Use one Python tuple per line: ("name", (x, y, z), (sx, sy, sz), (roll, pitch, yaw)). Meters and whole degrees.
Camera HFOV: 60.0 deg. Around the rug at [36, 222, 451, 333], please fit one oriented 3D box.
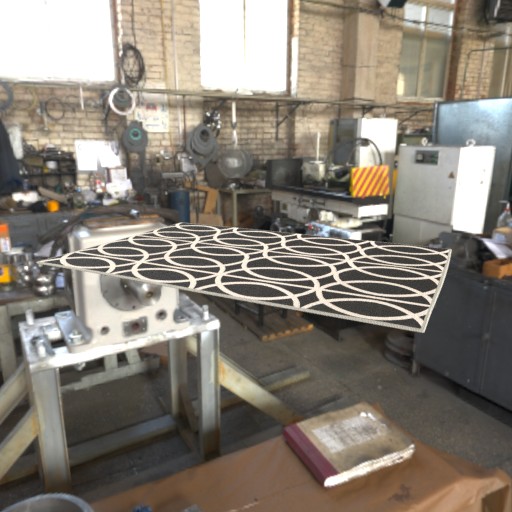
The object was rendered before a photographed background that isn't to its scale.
("rug", (0.000, 0.000, 2.911), (2.294, 0.014, 1.528), (7, 16, 26))
